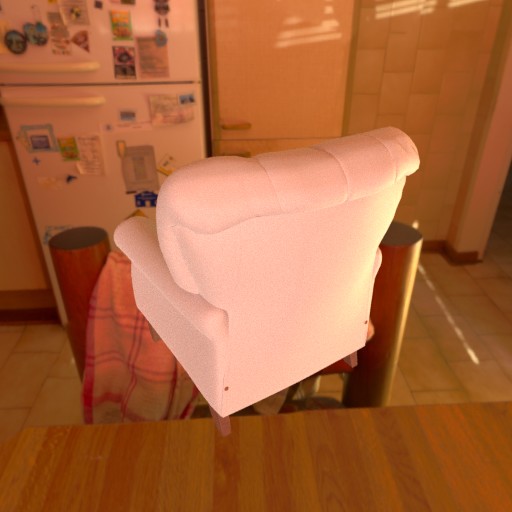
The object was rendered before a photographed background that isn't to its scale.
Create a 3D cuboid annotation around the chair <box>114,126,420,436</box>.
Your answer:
[{"bbox_3d":[0.000,0.000,2.043,1.090,1.217,1.128,-18,34,-29],"label":"chair"}]
